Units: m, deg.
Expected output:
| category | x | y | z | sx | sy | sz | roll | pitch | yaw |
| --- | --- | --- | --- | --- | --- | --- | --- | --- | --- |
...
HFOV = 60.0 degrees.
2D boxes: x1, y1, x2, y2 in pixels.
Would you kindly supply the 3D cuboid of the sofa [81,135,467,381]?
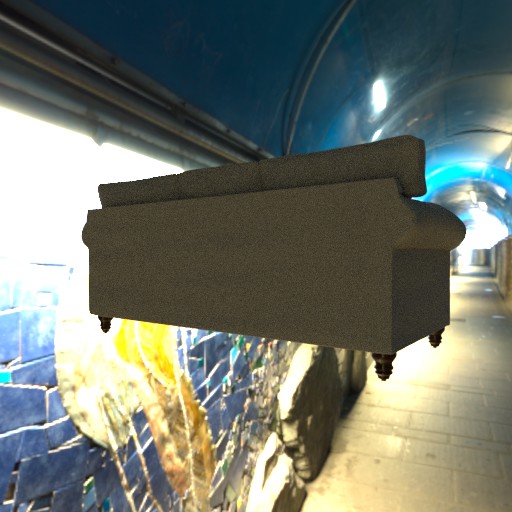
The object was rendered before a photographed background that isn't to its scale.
| category | x | y | z | sx | sy | sz | roll | pitch | yaw |
| --- | --- | --- | --- | --- | --- | --- | --- | --- | --- |
| sofa | 0.000 | 0.000 | 2.539 | 2.084 | 0.961 | 0.916 | 0 | 0 | 36 |
